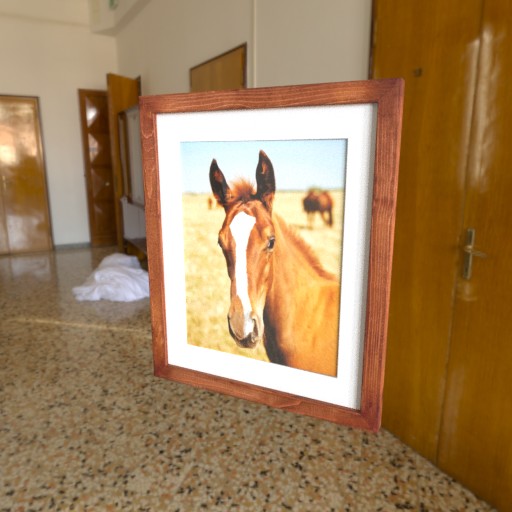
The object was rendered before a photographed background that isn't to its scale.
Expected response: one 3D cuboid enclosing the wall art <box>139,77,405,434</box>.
[{"bbox_3d":[0.000,0.000,0.785,0.462,0.558,0.030,6,14,25],"label":"wall art"}]
